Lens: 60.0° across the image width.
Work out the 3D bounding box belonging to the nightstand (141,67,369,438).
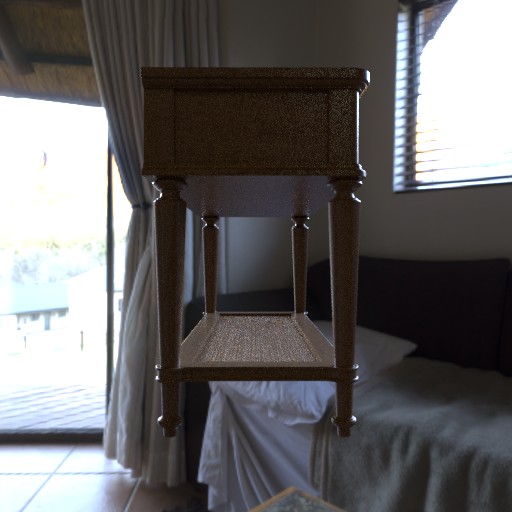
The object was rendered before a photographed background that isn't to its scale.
[{"bbox_3d":[0.000,0.000,1.279,0.432,0.700,0.914,0,0,0],"label":"nightstand"}]
